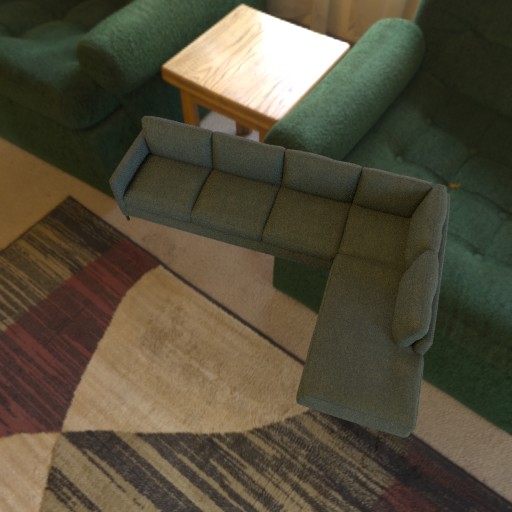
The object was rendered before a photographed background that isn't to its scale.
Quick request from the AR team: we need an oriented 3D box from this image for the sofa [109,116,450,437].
[{"bbox_3d":[0.000,0.000,3.732,2.949,0.815,2.007,16,59,10],"label":"sofa"}]
